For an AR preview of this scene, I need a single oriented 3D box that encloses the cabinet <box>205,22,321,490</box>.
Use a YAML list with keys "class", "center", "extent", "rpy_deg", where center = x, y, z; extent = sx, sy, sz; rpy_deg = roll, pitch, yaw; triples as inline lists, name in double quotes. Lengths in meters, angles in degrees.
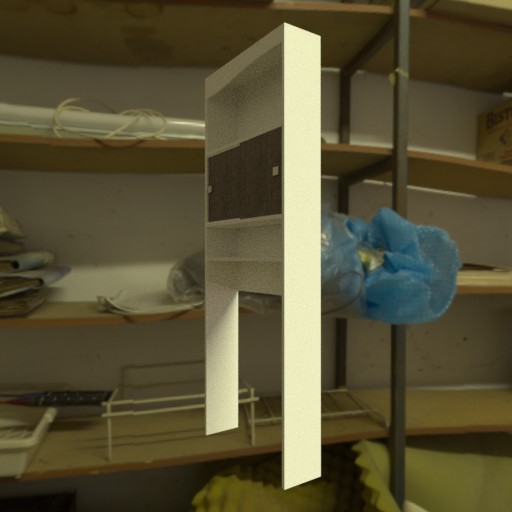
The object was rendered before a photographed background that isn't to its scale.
- class: "cabinet"
  center: [0.000, 0.000, 1.994]
  extent: [0.192, 1.770, 0.643]
  rpy_deg: [0, 0, -34]
